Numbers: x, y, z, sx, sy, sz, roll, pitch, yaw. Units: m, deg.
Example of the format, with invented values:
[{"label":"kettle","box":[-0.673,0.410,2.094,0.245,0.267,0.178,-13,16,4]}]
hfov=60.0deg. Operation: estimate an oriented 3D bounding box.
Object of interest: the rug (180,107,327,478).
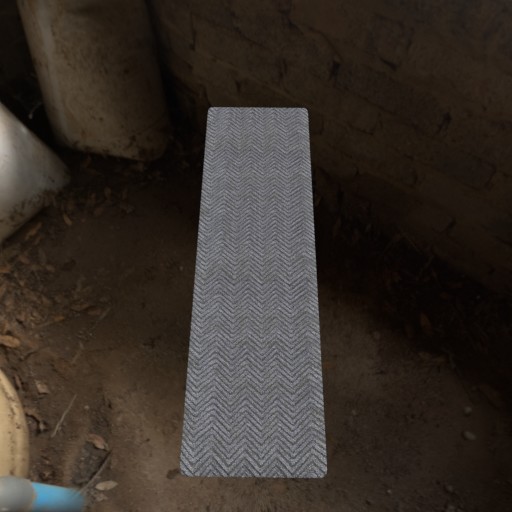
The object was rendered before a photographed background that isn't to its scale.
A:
[{"label":"rug","box":[0.000,0.000,2.559,0.686,0.008,2.286,1,64,0]}]
